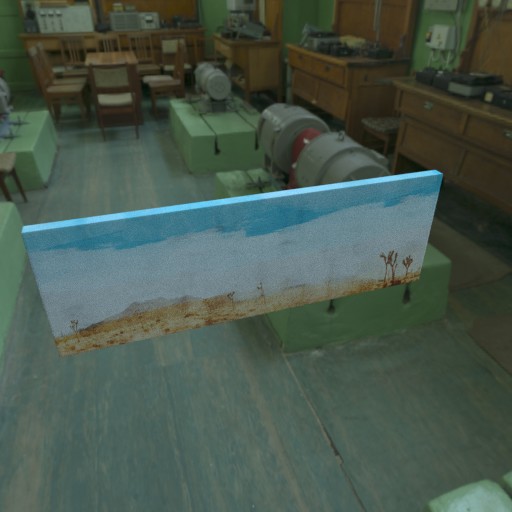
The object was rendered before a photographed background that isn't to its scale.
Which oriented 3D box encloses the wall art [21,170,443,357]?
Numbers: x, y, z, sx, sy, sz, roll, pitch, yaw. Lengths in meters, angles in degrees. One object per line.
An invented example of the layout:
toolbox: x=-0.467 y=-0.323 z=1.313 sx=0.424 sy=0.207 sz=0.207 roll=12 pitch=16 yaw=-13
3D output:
wall art: x=0.000 y=0.000 z=0.847 sx=0.759 sy=0.254 sz=0.044 roll=-10 pitch=33 yaw=-16
